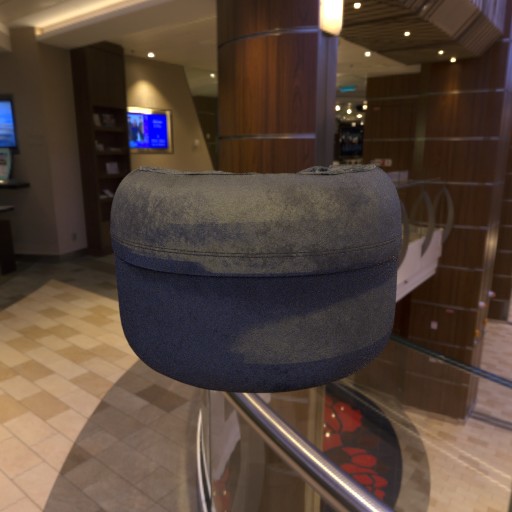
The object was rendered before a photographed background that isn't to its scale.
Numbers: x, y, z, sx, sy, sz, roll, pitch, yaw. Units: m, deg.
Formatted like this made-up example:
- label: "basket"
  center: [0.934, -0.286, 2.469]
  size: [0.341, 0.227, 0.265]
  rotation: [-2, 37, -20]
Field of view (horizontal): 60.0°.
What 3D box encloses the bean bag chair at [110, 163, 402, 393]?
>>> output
- label: "bean bag chair"
  center: [0.000, 0.000, 1.482]
  size: [0.918, 0.605, 0.918]
  rotation: [0, 13, 0]
